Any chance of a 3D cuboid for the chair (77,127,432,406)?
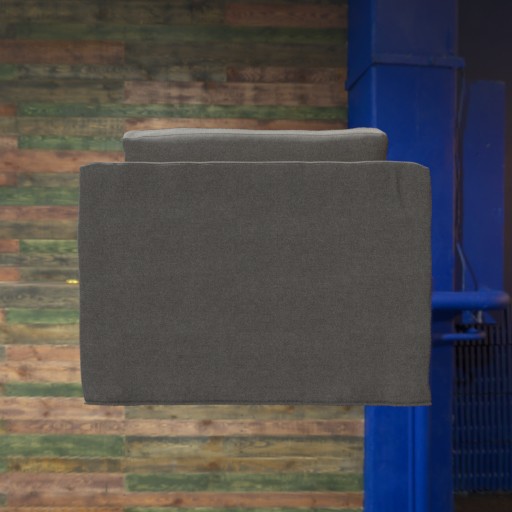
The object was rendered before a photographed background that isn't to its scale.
[{"bbox_3d":[0.000,0.000,1.735,1.057,0.863,0.949,0,0,1],"label":"chair"}]
